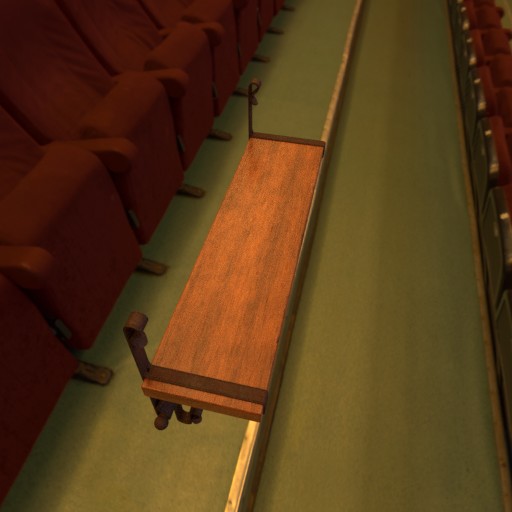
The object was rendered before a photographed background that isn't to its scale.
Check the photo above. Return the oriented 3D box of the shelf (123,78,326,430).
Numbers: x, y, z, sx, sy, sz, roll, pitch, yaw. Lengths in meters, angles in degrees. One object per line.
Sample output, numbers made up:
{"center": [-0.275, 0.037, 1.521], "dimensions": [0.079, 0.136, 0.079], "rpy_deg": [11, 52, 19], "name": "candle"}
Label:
{"center": [0.000, 0.000, 0.716], "dimensions": [0.146, 0.330, 0.567], "rpy_deg": [10, 48, 9], "name": "shelf"}
